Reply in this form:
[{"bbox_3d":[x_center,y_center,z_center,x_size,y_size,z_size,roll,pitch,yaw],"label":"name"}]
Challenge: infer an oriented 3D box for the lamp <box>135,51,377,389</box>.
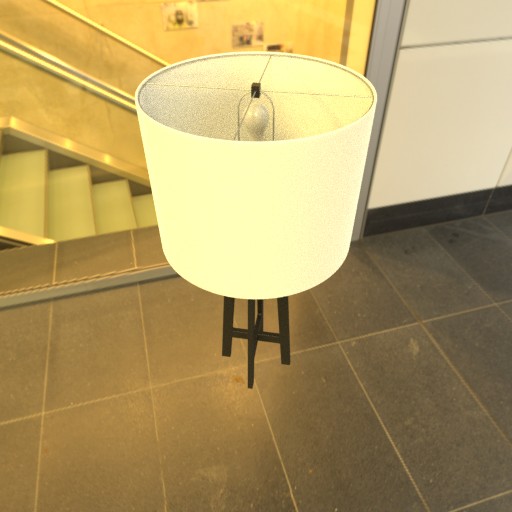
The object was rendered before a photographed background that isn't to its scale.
[{"bbox_3d":[0.000,0.000,0.638,0.257,0.489,0.257,-25,47,-26],"label":"lamp"}]
